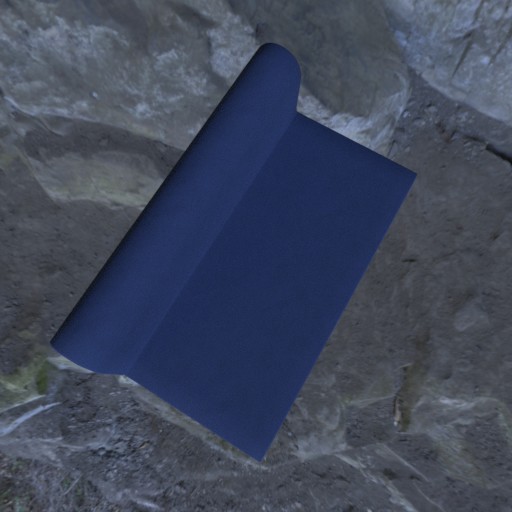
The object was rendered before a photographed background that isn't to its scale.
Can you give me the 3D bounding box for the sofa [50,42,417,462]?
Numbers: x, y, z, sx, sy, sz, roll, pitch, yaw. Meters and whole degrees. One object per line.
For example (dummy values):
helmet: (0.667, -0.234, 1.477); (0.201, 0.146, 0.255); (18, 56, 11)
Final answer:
sofa: (0.000, 0.000, 1.647); (0.762, 0.660, 1.219); (30, 77, 8)
